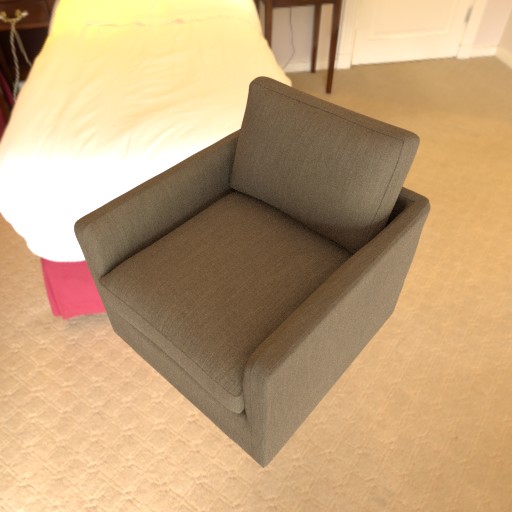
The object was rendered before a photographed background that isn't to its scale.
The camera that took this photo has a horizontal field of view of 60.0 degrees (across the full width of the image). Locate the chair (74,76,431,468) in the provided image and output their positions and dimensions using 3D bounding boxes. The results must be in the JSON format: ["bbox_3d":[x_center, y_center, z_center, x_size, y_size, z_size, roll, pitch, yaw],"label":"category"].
[{"bbox_3d":[0.000,0.000,1.454,0.763,0.811,0.834,32,54,27],"label":"chair"}]
